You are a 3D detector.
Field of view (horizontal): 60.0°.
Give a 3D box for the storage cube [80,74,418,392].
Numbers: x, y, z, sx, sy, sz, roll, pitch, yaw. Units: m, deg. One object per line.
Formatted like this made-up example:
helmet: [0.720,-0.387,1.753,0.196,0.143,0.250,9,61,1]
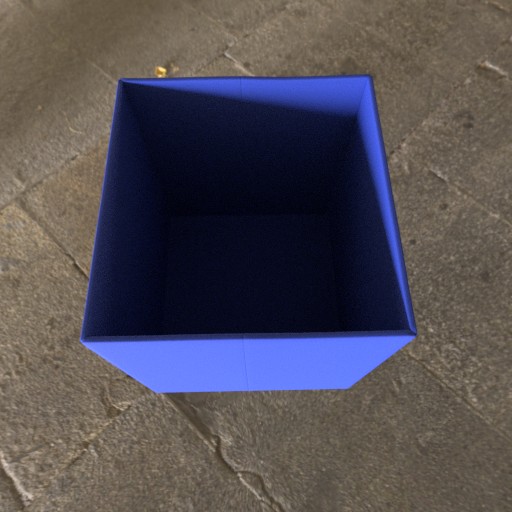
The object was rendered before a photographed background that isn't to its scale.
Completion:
storage cube: [0.000,0.000,0.510,0.270,0.280,0.270,-1,65,0]
